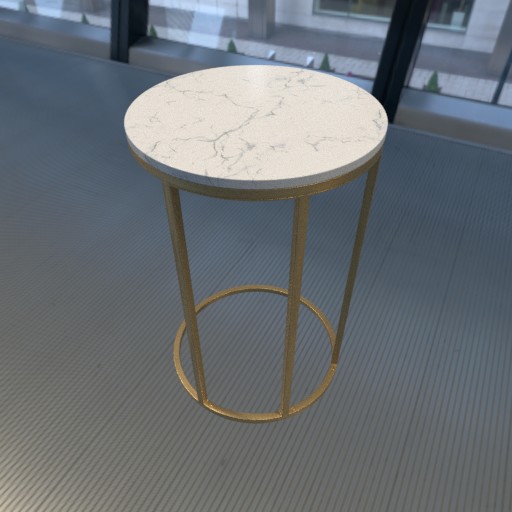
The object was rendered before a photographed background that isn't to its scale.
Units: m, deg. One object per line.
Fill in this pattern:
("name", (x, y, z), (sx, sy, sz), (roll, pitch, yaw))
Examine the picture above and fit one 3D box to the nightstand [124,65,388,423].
("nightstand", (0.000, 0.000, 0.892), (0.400, 0.610, 0.400), (-12, 44, -13))
